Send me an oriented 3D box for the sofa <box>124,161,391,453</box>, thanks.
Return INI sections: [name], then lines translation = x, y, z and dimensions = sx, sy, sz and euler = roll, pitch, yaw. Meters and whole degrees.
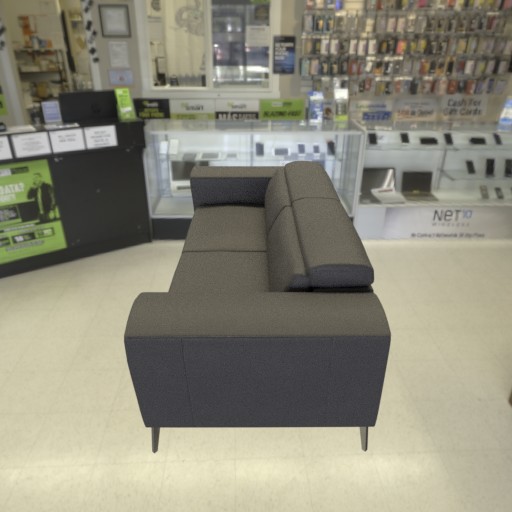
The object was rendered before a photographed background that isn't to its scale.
[sofa]
translation = 0.000, 0.000, 2.804
dimensions = 1.048, 0.814, 2.330
euler = 0, 27, 0
